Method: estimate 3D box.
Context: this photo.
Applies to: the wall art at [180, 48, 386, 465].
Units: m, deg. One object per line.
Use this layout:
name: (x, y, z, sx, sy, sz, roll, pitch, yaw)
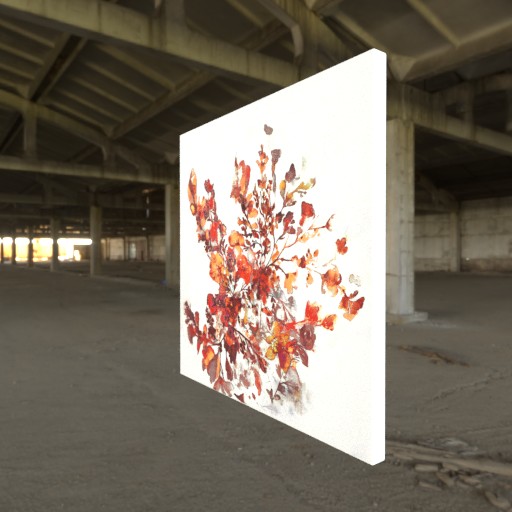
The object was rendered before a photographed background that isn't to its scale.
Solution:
wall art: (0.000, 0.000, 1.116, 0.037, 0.757, 0.757, -1, 1, -37)
